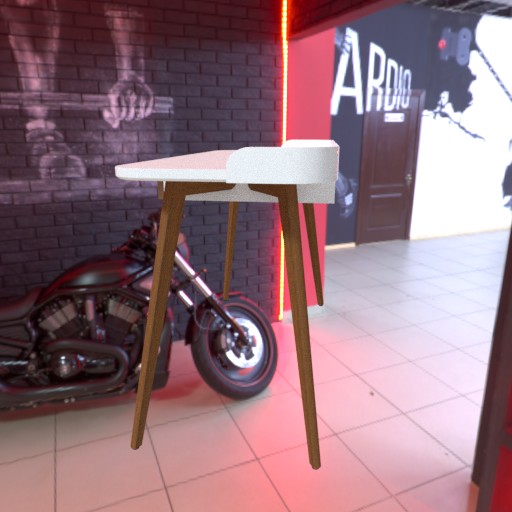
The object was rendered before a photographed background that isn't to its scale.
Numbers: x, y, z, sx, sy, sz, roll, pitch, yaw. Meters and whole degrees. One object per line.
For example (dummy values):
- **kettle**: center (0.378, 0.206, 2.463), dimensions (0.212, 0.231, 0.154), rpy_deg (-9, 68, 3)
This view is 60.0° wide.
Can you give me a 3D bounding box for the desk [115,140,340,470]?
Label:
- **desk**: center (0.000, 0.000, 1.618), dimensions (0.534, 0.807, 1.206), rpy_deg (2, 16, 8)
